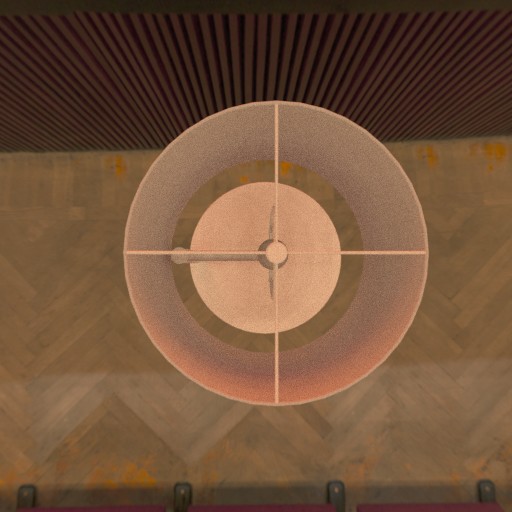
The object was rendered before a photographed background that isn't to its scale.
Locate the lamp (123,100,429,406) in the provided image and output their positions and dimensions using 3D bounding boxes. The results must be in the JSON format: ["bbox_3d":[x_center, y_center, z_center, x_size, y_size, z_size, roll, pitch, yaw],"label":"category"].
[{"bbox_3d":[0.000,0.000,0.660,0.341,0.454,0.299,0,89,-1],"label":"lamp"}]
